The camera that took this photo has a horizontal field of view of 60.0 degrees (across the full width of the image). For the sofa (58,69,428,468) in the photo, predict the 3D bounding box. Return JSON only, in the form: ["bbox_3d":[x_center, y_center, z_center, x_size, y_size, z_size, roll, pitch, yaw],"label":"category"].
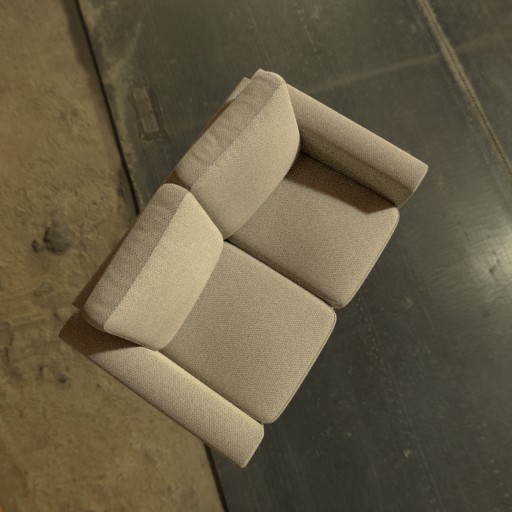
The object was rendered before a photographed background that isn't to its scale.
[{"bbox_3d":[0.000,0.000,2.137,1.016,0.873,1.616,33,79,7],"label":"sofa"}]
